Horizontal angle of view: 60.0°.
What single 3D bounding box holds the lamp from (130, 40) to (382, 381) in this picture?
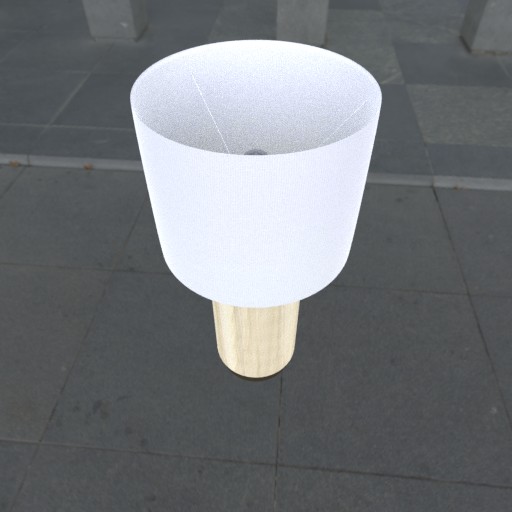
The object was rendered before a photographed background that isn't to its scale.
[{"bbox_3d":[0.000,0.000,0.564,0.228,0.444,0.228,15,48,14],"label":"lamp"}]
